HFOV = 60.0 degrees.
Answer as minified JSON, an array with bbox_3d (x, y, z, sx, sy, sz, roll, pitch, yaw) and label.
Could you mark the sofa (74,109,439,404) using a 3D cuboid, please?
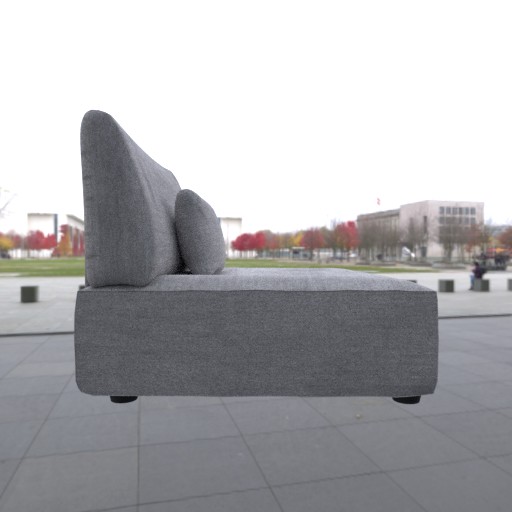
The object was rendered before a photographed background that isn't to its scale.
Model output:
[{"bbox_3d":[0.000,0.000,1.670,1.000,0.820,0.930,0,0,1],"label":"sofa"}]
